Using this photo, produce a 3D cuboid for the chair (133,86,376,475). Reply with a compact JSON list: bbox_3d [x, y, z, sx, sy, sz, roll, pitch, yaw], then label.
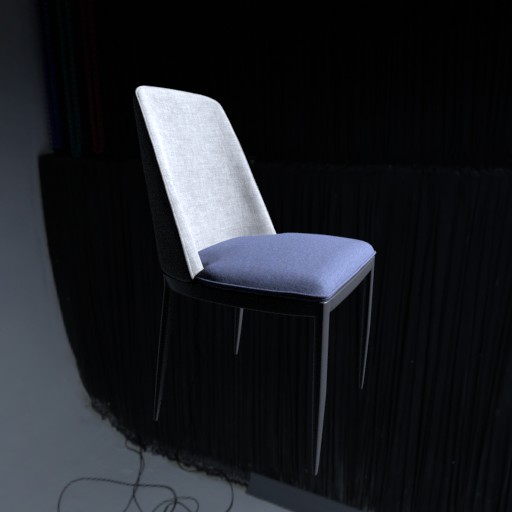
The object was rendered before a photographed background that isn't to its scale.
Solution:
[{"bbox_3d":[0.000,0.000,1.172,0.550,0.855,0.488,7,16,26],"label":"chair"}]
